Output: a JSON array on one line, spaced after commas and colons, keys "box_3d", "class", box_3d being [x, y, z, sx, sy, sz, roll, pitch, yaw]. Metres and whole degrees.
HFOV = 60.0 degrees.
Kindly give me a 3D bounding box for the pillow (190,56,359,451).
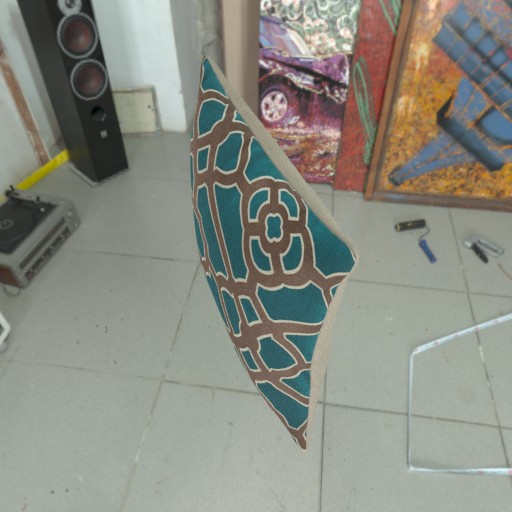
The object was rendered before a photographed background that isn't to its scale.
[{"box_3d": [0.000, 0.000, 0.786, 0.166, 0.507, 0.526, -16, 48, -14], "class": "pillow"}]
